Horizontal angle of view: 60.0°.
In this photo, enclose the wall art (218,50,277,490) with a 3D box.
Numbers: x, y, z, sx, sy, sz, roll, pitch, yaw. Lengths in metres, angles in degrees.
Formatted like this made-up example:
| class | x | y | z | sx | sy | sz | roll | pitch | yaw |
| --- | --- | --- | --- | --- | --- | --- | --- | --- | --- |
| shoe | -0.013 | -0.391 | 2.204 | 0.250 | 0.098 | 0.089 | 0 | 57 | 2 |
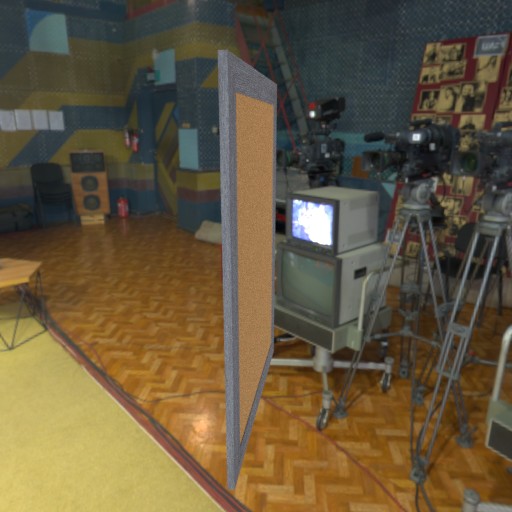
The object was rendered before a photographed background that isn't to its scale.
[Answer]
| class | x | y | z | sx | sy | sz | roll | pitch | yaw |
| --- | --- | --- | --- | --- | --- | --- | --- | --- | --- |
| wall art | 0.000 | 0.000 | 1.390 | 0.020 | 1.070 | 0.768 | 3 | 17 | 10 |
